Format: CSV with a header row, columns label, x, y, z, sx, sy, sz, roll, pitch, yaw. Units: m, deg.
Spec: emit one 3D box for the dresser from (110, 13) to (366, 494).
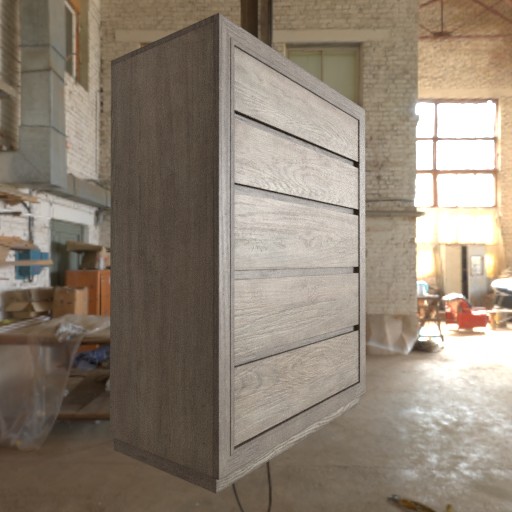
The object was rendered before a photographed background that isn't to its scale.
label,x,y,z,sx,sy,sz,roll,pitch,yaw
dresser,0.000,0.000,1.711,0.483,1.295,0.967,0,-1,37
